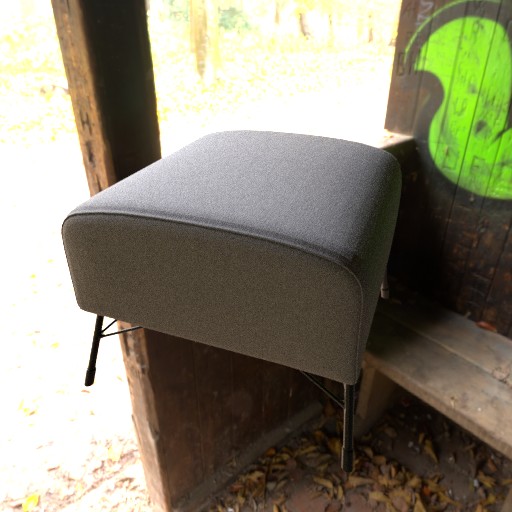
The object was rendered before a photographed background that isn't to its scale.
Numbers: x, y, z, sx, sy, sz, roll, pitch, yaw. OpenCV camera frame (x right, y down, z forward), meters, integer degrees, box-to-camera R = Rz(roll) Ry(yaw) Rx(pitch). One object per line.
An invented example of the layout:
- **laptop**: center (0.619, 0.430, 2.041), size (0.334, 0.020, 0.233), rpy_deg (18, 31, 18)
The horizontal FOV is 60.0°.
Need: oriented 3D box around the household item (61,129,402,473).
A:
- **household item**: center (0.000, 0.000, 0.901), size (0.530, 0.410, 0.530), rpy_deg (11, 32, 18)
